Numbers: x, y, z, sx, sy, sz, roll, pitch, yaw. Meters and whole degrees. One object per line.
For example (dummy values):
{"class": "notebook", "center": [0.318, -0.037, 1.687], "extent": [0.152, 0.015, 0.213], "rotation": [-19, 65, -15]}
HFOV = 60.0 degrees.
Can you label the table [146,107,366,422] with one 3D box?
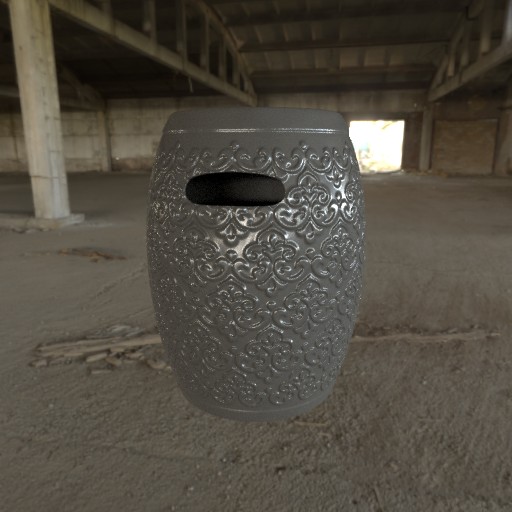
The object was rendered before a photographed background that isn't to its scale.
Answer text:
{"class": "table", "center": [0.000, 0.000, 0.648], "extent": [0.309, 0.397, 0.309], "rotation": [0, 13, 0]}
